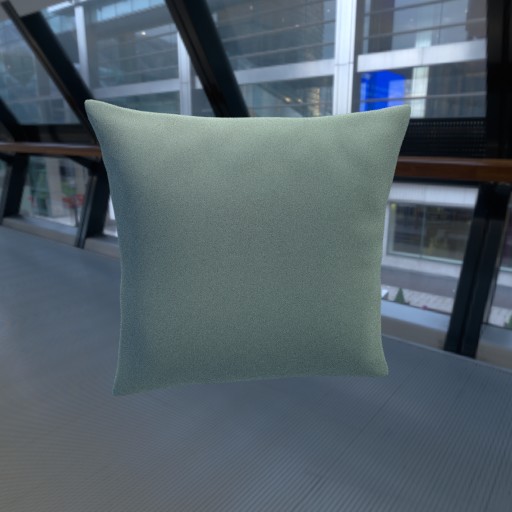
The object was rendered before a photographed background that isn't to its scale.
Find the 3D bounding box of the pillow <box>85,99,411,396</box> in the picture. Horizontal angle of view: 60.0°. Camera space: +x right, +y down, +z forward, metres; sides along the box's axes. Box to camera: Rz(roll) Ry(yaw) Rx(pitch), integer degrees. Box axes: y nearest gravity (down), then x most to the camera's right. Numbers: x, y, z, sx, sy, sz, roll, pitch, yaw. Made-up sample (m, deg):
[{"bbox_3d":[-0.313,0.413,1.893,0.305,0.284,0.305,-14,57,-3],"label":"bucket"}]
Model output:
[{"bbox_3d":[0.000,0.000,0.772,0.525,0.508,0.166,-2,14,-8],"label":"pillow"}]
